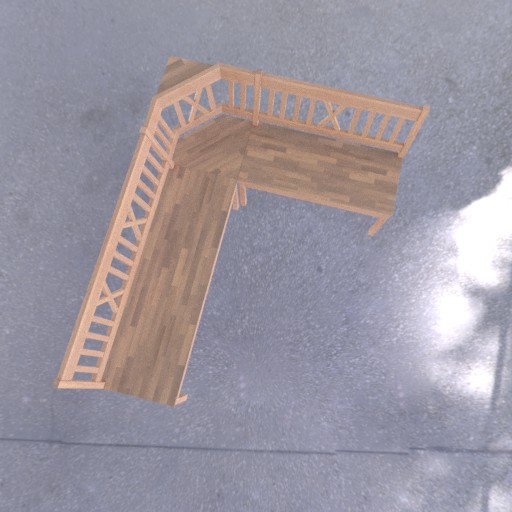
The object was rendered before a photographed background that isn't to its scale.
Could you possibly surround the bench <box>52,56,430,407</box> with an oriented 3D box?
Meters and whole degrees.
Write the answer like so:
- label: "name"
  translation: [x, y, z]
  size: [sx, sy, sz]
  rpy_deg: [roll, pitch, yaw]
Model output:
- label: "bench"
  translation: [0.000, 0.000, 2.737]
  size: [1.537, 0.902, 1.937]
  rpy_deg: [13, 76, 3]
